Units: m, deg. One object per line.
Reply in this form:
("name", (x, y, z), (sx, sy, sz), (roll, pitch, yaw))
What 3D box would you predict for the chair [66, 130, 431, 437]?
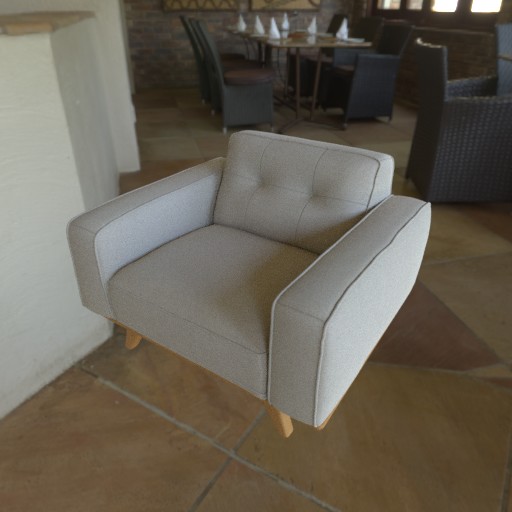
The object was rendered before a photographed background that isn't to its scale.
("chair", (0.000, 0.000, 1.783), (1.115, 0.779, 0.953), (19, 35, 30))
